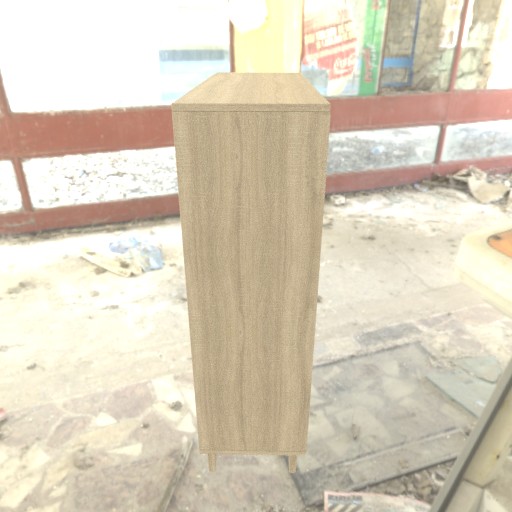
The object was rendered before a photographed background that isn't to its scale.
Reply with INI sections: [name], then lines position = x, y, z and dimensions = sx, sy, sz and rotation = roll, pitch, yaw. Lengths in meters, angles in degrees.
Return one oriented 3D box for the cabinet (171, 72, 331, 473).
[cabinet]
position = 0.000, 0.000, 1.903
dimensions = 0.398, 1.388, 1.111
rotation = 1, 26, 1
